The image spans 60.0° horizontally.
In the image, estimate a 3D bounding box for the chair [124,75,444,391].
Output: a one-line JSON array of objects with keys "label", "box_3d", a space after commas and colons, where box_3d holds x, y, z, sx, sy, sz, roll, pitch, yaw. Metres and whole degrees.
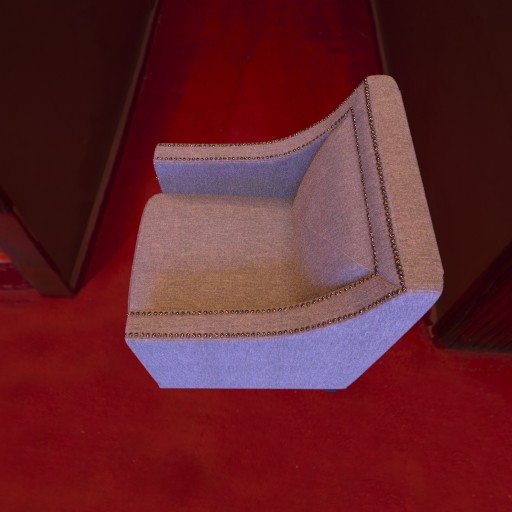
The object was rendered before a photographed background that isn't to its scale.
[{"label": "chair", "box_3d": [0.000, 0.000, 1.605, 0.884, 0.967, 0.776, 0, 59, 0]}]
